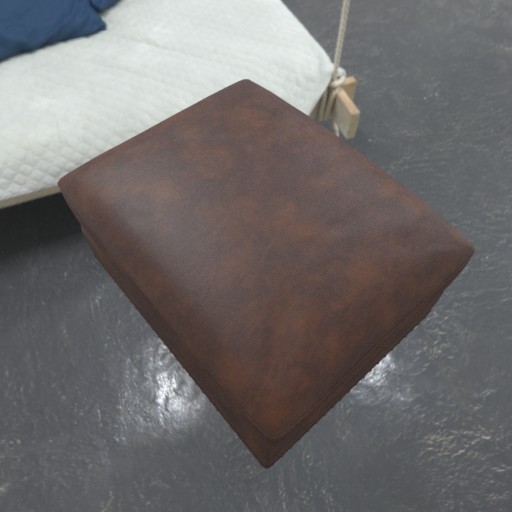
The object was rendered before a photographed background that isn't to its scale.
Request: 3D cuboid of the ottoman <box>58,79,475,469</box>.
[{"bbox_3d":[0.000,0.000,1.091,0.586,0.486,0.742,-36,64,-21],"label":"ottoman"}]
